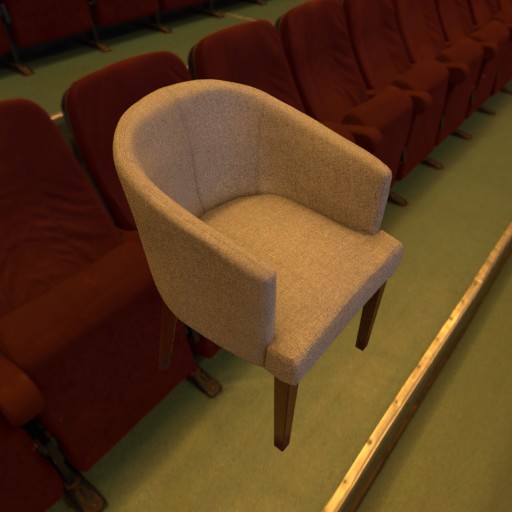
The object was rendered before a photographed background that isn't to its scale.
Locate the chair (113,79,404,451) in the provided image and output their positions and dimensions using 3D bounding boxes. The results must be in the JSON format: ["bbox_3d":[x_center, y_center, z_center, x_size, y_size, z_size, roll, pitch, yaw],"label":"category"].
[{"bbox_3d":[0.000,0.000,1.258,0.655,0.811,0.583,28,49,28],"label":"chair"}]
